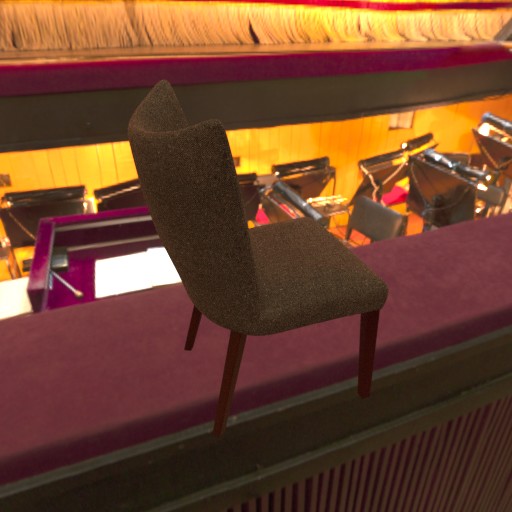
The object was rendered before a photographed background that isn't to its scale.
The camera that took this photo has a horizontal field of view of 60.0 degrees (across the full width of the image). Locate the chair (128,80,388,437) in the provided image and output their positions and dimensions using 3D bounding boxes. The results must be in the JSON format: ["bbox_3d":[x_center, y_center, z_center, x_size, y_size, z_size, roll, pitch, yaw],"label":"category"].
[{"bbox_3d":[0.000,0.000,1.301,0.623,0.924,0.535,-11,32,-18],"label":"chair"}]
